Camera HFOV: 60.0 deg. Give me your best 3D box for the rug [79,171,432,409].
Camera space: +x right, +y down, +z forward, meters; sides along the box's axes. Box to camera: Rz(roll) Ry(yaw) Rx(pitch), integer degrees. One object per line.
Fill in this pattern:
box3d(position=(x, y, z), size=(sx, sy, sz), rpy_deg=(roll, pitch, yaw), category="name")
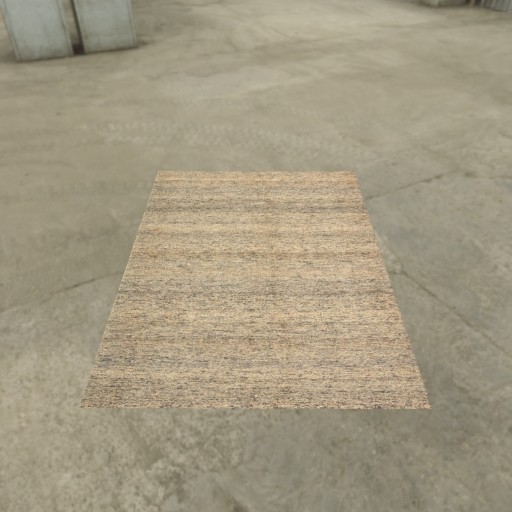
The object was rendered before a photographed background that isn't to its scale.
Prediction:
box3d(position=(0.000, 0.000, 4.245), size=(2.414, 0.036, 3.199), rpy_deg=(0, 41, 0), category="rug")
